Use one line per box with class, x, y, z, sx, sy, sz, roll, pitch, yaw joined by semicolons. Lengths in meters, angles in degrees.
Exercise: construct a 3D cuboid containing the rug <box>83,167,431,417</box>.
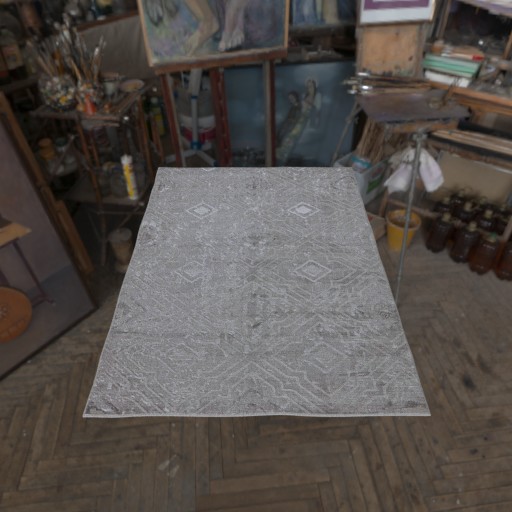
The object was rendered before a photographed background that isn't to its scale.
rug;0.000;0.000;4.345;2.448;0.020;3.359;0;42;0
